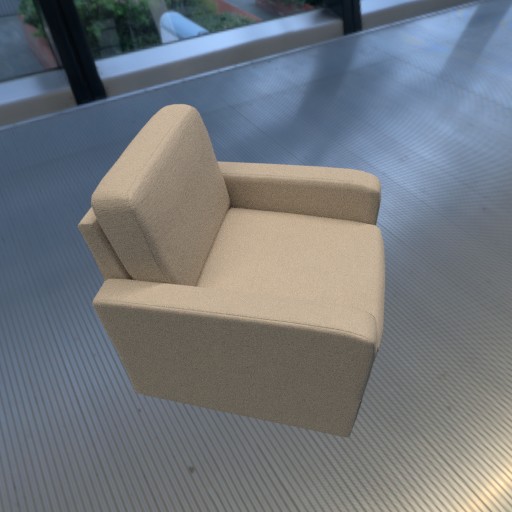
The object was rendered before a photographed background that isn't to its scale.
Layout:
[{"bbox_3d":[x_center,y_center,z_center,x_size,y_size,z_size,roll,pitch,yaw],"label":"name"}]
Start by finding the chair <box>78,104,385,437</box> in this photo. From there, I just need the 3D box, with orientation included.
[{"bbox_3d":[0.000,0.000,1.523,0.888,0.827,0.755,9,45,9],"label":"chair"}]
